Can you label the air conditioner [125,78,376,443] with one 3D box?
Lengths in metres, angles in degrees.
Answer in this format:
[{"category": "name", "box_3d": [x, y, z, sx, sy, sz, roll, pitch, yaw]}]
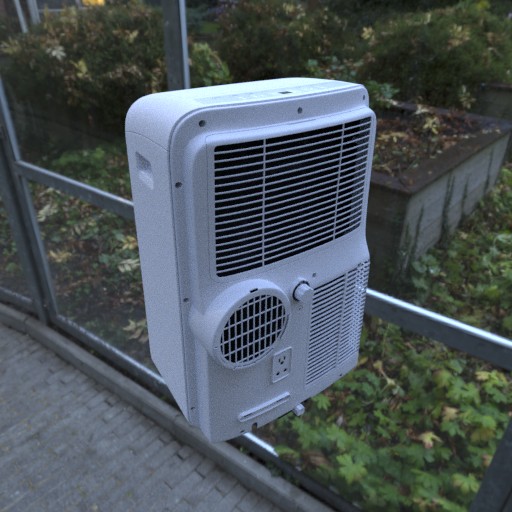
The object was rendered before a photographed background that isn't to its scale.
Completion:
[{"category": "air conditioner", "box_3d": [0.000, 0.000, 0.960, 0.454, 0.700, 0.365, -19, 36, -30]}]
